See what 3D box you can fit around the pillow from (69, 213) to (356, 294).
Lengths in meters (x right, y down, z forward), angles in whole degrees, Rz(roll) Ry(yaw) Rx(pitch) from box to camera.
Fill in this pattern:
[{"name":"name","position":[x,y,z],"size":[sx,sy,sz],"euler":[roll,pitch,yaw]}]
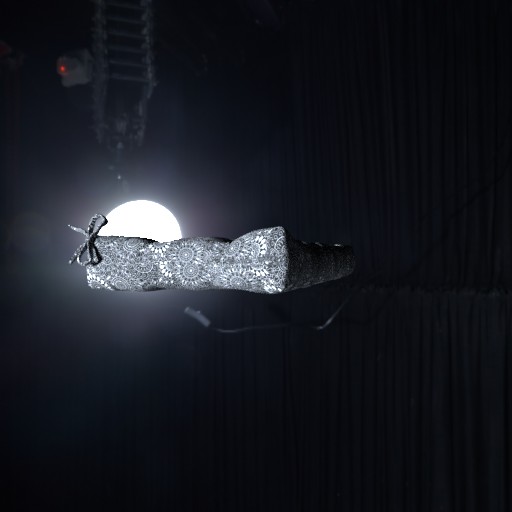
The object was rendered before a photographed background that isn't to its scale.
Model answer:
[{"name":"pillow","position":[0.000,0.000,1.388],"size":[0.511,0.174,1.194],"euler":[0,-1,18]}]
